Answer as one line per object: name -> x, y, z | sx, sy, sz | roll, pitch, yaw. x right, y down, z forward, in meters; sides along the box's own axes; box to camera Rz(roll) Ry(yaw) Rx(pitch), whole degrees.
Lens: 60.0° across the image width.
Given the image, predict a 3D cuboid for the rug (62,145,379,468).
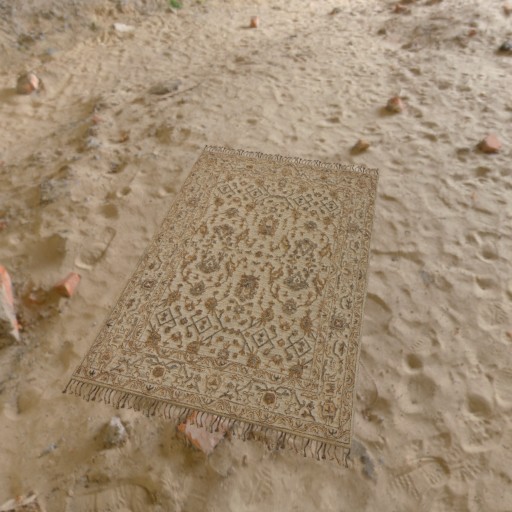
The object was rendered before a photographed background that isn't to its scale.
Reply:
rug -> 0.000, 0.000, 3.018 | 1.529, 0.027, 2.434 | 10, 48, 9
